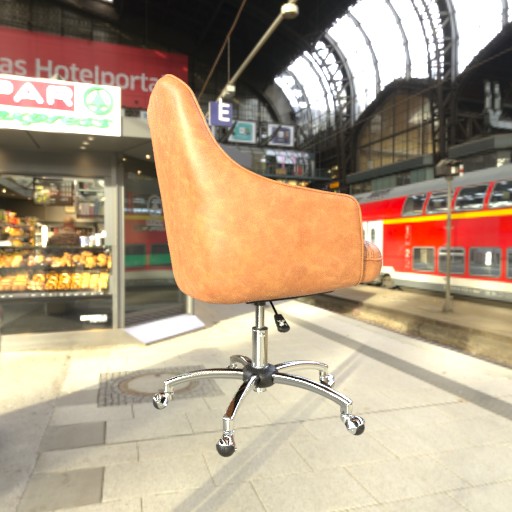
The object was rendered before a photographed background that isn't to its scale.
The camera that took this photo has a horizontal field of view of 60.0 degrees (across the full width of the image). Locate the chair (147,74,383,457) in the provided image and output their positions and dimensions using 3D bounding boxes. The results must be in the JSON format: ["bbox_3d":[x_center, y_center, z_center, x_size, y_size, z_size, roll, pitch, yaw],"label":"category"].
[{"bbox_3d":[0.000,0.000,1.323,0.615,0.909,0.628,-1,2,-19],"label":"chair"}]
